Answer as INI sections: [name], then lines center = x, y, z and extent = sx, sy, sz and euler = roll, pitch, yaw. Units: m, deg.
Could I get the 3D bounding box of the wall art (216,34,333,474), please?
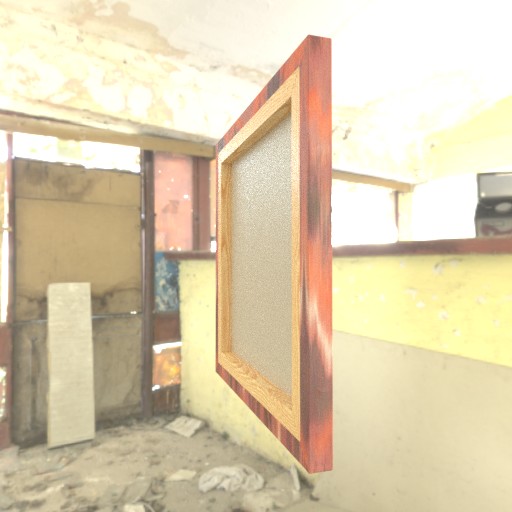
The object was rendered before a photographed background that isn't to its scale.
[wall art]
center = 0.000, 0.000, 0.905
extent = 0.037, 0.609, 0.603
euler = 0, -1, -17
